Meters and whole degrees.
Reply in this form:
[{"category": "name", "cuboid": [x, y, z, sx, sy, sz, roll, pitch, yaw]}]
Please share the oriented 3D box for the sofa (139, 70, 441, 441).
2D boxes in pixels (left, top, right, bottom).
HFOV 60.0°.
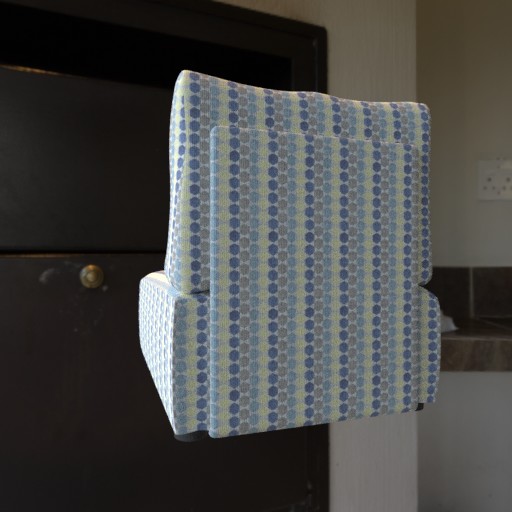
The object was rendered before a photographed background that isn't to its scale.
[{"category": "sofa", "cuboid": [0.000, 0.000, 1.499, 0.700, 0.820, 1.000, 0, 0, -19]}]
